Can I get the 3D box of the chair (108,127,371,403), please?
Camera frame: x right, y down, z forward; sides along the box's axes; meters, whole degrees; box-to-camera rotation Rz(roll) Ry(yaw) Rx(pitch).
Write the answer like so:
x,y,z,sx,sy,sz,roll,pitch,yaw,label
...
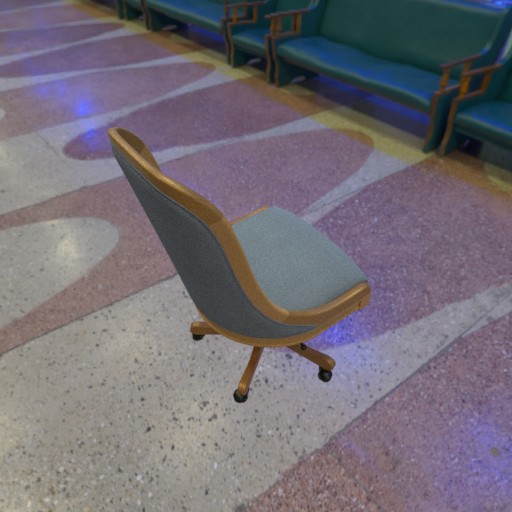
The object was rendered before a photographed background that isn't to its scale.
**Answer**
x,y,z,sx,sy,sz,roll,pitch,yaw,label
0.000,0.000,1.501,0.735,1.031,0.605,-26,48,-26,chair
